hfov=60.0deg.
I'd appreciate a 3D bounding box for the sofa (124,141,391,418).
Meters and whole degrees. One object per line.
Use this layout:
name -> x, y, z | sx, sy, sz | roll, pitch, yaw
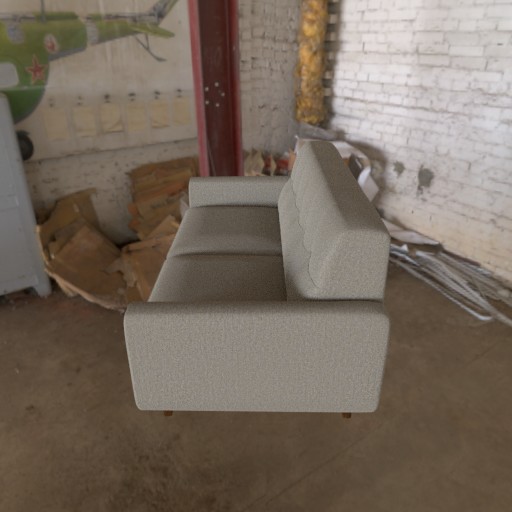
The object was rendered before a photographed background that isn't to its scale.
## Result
sofa -> 0.000, 0.000, 2.308 | 0.952, 0.925, 1.651 | 0, 27, 1
